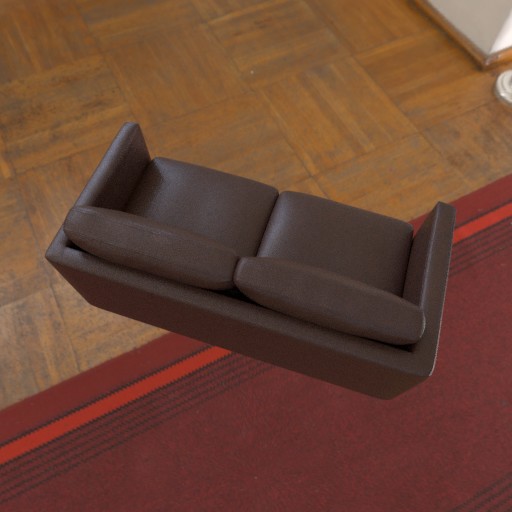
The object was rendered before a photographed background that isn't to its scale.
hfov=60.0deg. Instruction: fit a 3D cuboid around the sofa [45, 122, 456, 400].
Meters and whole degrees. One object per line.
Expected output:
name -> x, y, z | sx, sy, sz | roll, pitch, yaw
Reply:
sofa -> 0.000, 0.000, 2.454 | 1.883, 0.933, 0.951 | 16, 65, 8
